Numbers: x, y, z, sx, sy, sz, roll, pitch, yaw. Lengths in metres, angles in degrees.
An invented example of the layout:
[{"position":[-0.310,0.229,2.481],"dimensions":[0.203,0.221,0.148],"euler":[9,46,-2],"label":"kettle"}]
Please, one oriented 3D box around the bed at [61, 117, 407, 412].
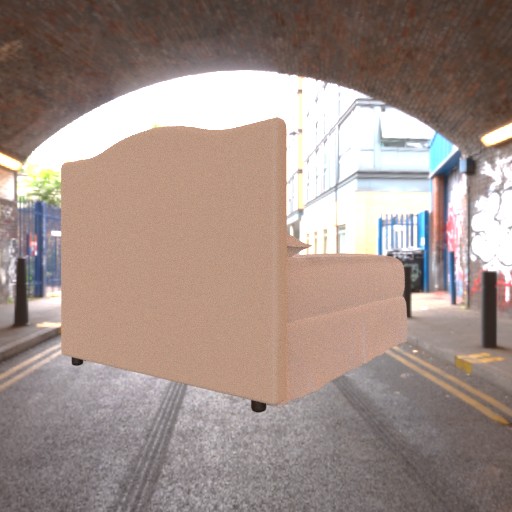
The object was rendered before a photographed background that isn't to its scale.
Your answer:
[{"position":[0.000,0.000,3.355],"dimensions":[1.753,1.460,2.143],"euler":[0,0,36],"label":"bed"}]
